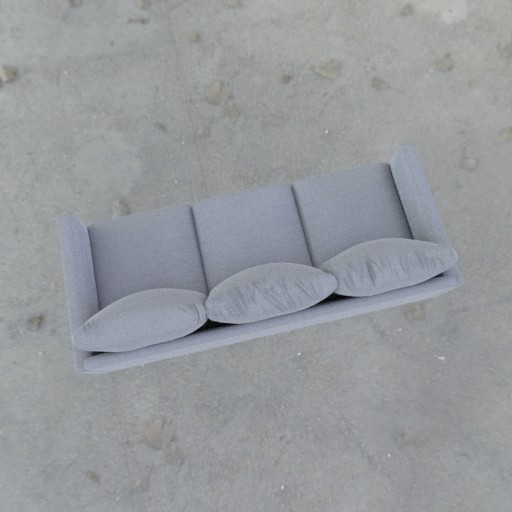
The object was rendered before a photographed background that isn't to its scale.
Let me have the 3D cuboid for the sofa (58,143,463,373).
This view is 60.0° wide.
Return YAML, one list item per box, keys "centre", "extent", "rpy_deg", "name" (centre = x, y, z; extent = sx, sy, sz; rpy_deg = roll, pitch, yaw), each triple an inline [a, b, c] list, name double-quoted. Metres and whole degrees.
- centre: [0.000, 0.000, 2.461]
  extent: [2.000, 0.830, 0.850]
  rpy_deg: [-12, 75, -3]
  name: "sofa"
